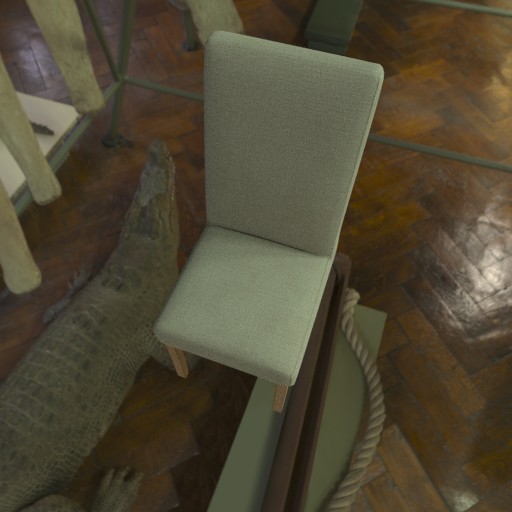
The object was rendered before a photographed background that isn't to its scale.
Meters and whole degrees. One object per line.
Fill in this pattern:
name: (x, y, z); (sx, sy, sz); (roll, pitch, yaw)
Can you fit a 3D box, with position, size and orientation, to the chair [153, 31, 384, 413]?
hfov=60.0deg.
chair: (0.000, 0.000, 1.349); (0.450, 1.033, 0.611); (17, 60, 10)
